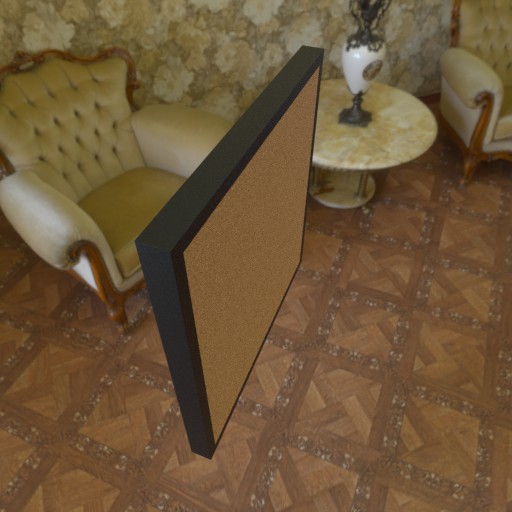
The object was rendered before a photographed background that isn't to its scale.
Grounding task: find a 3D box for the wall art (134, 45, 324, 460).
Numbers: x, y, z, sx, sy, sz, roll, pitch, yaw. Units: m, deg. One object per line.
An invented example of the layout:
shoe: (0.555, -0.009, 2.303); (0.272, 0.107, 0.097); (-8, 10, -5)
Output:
wall art: (0.000, 0.000, 0.750); (0.038, 0.508, 0.508); (16, 48, 15)
